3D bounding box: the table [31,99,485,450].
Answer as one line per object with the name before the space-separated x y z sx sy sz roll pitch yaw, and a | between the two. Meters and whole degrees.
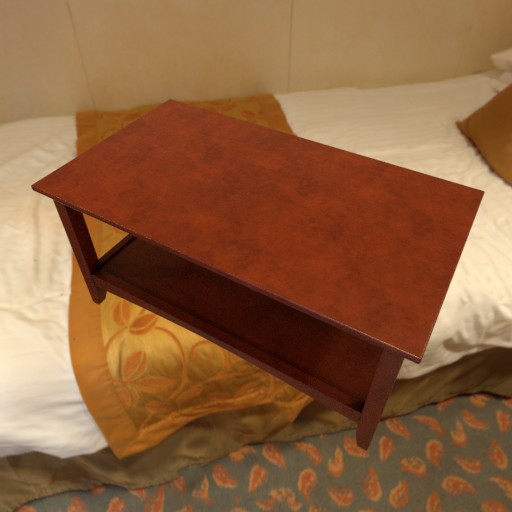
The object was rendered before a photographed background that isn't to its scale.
table | 0.000 0.000 1.214 0.943 0.456 0.533 23 49 21
